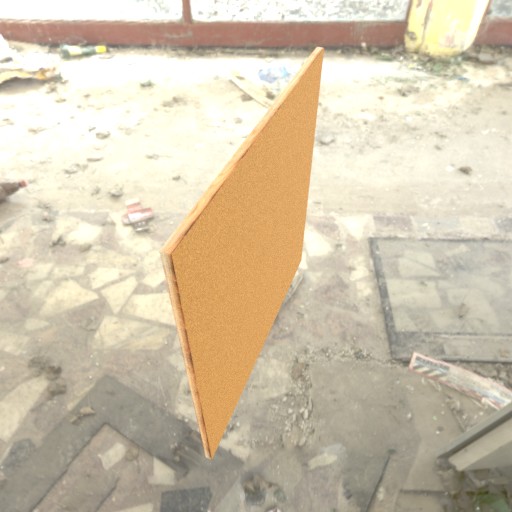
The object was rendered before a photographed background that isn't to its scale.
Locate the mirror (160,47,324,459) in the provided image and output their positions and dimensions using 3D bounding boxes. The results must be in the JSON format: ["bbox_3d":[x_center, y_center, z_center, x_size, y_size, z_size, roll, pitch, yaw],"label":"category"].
[{"bbox_3d":[0.000,0.000,1.187,0.061,0.804,0.804,16,48,15],"label":"mirror"}]
